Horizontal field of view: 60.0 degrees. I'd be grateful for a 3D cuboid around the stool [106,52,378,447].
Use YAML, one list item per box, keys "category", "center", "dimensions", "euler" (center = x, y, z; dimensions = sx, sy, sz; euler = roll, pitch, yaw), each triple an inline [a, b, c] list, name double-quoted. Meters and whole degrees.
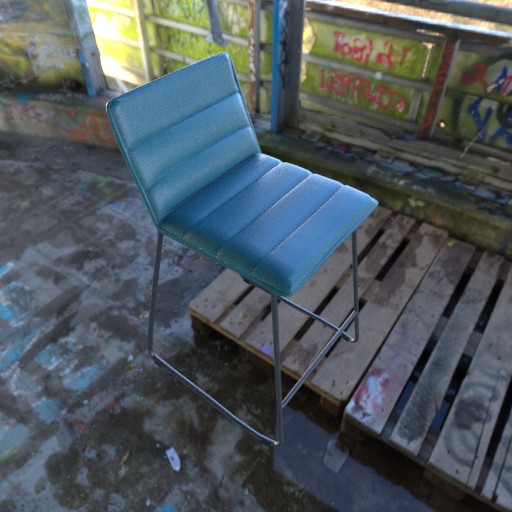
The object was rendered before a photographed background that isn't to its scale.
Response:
- category: "stool"
  center: [0.000, 0.000, 1.190]
  dimensions: [0.524, 0.866, 0.489]
  euler: [28, 50, 26]
